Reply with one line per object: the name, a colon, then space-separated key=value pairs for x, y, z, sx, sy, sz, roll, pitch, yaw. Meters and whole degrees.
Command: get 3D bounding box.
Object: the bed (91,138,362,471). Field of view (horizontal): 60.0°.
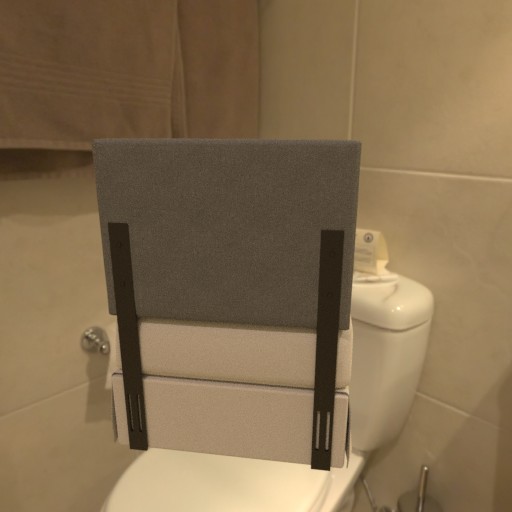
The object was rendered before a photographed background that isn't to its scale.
bed: x=0.000 y=0.000 z=2.953 sx=1.261 sy=1.571 sz=1.997 roll=2 pitch=17 yaw=8
